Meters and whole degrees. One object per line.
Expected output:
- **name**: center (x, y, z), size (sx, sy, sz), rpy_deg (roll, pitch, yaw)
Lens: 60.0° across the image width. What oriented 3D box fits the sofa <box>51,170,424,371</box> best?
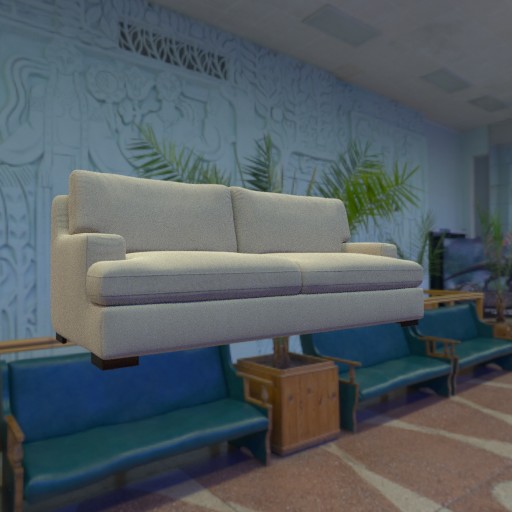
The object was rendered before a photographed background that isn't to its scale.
- **sofa**: center (0.000, 0.000, 2.679), size (2.147, 0.925, 0.929), rpy_deg (0, -1, -36)
